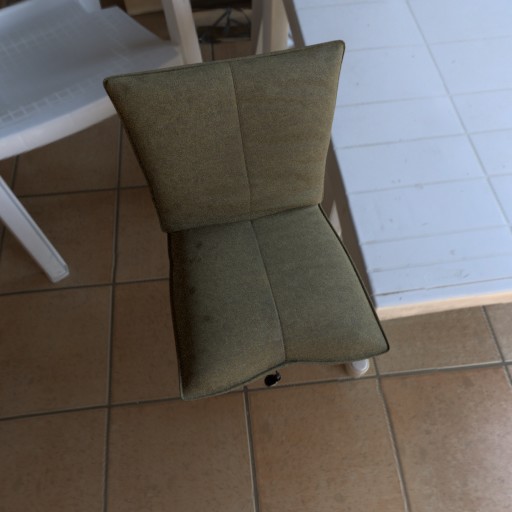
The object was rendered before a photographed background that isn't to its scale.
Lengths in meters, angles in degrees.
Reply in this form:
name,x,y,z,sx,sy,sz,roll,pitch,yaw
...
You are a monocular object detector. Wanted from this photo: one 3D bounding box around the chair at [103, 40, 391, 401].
name,x,y,z,sx,sy,sz,roll,pitch,yaw
chair,0.000,0.000,1.261,0.597,0.811,0.696,-11,62,-6
